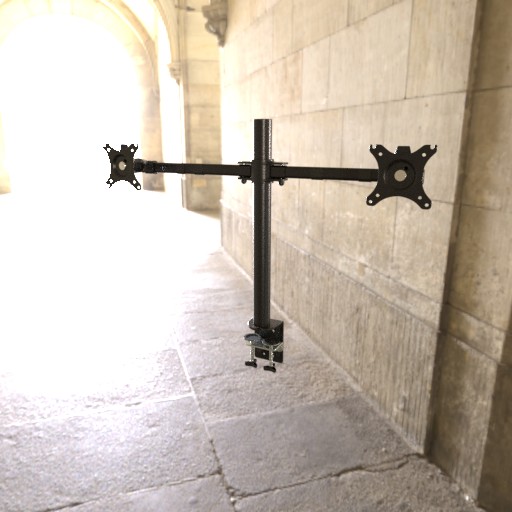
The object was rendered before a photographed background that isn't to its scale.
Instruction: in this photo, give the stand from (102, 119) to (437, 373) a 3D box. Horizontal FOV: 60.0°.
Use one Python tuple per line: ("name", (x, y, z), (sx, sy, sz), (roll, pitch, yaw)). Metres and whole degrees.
("stand", (0.000, 0.000, 1.018), (0.743, 0.603, 0.150), (7, 16, 26))
